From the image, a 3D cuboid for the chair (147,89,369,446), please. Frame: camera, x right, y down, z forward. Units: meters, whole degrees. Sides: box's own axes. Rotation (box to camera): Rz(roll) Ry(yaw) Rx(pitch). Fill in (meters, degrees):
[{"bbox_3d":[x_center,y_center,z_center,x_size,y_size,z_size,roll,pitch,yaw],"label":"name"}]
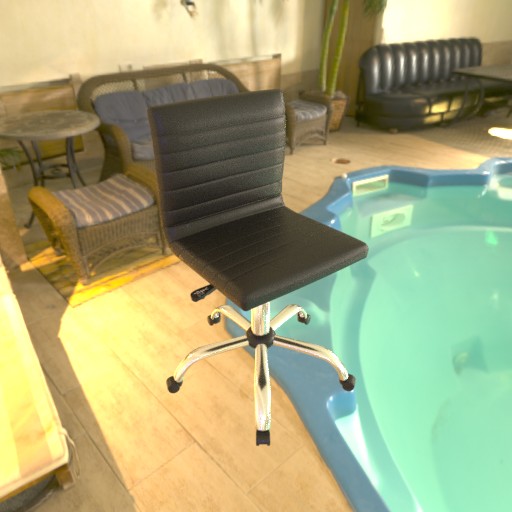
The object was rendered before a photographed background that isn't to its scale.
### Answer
[{"bbox_3d":[0.000,0.000,1.191,0.556,0.780,0.530,-21,36,-31],"label":"chair"}]
